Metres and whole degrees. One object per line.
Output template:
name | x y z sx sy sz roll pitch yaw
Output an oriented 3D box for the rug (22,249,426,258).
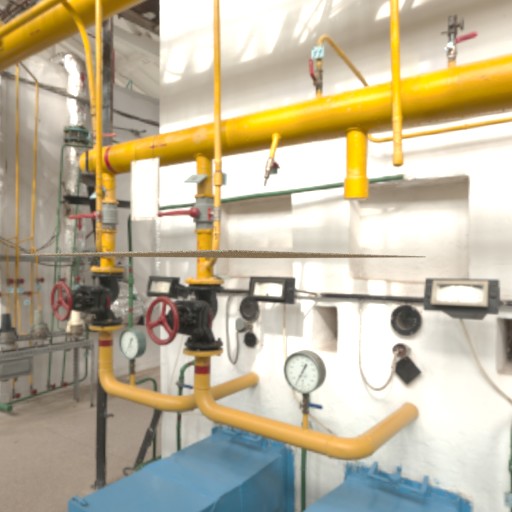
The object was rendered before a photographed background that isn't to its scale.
rug | 0.000 0.000 2.214 1.142 0.006 1.752 -1 -1 37
